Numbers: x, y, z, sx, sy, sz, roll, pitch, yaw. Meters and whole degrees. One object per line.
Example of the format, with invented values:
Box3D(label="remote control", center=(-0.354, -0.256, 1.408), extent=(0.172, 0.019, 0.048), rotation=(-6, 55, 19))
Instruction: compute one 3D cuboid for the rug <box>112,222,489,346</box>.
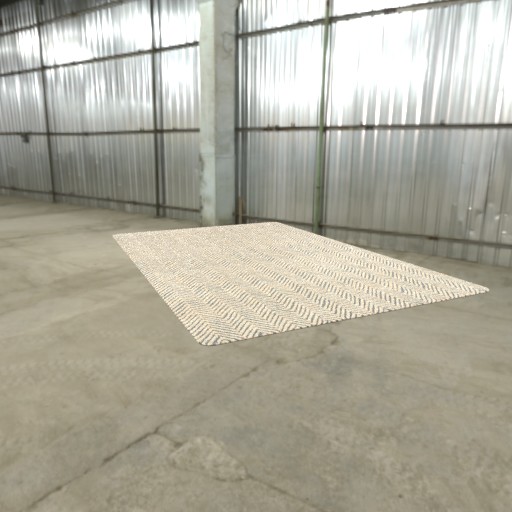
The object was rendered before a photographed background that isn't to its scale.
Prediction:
Box3D(label="rug", center=(0.000, 0.000, 2.193), extent=(1.144, 0.008, 1.752), rotation=(-6, 15, -24))
